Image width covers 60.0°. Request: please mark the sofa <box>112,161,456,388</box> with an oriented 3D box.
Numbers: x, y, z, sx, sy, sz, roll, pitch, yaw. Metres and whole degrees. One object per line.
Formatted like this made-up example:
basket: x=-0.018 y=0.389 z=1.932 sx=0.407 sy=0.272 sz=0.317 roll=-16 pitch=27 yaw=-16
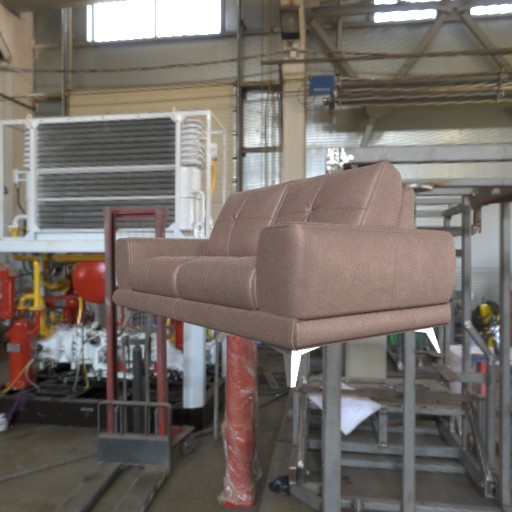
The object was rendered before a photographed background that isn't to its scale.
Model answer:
sofa: x=0.000 y=0.000 z=2.449 sx=1.018 sy=0.907 sz=1.806 roll=0 pitch=0 yaw=-37
